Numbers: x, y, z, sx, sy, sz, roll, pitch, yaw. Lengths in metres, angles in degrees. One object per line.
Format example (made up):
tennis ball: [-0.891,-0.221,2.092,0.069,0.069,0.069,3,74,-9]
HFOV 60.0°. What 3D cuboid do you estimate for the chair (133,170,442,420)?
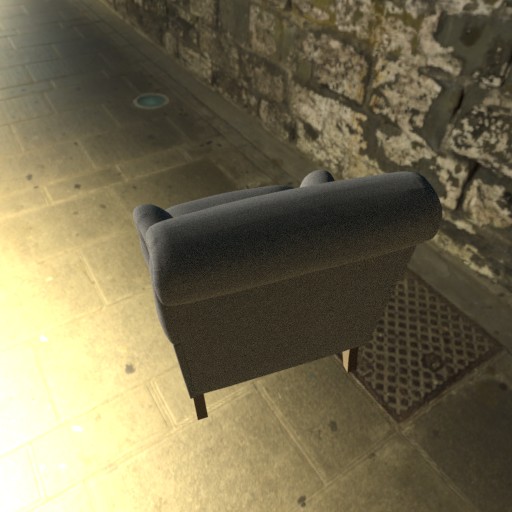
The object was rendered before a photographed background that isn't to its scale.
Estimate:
chair: [0.000,0.000,1.579,0.766,0.942,0.843,-13,45,-13]
